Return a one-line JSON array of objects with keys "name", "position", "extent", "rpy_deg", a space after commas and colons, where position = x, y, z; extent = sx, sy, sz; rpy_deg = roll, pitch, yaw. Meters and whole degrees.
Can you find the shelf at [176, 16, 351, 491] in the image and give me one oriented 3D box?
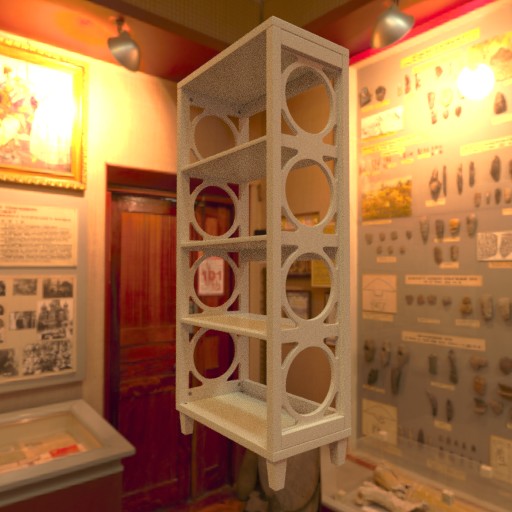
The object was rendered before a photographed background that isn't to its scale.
[{"name": "shelf", "position": [0.000, 0.000, 1.642], "extent": [0.340, 1.411, 0.611], "rpy_deg": [1, -2, -37]}]
